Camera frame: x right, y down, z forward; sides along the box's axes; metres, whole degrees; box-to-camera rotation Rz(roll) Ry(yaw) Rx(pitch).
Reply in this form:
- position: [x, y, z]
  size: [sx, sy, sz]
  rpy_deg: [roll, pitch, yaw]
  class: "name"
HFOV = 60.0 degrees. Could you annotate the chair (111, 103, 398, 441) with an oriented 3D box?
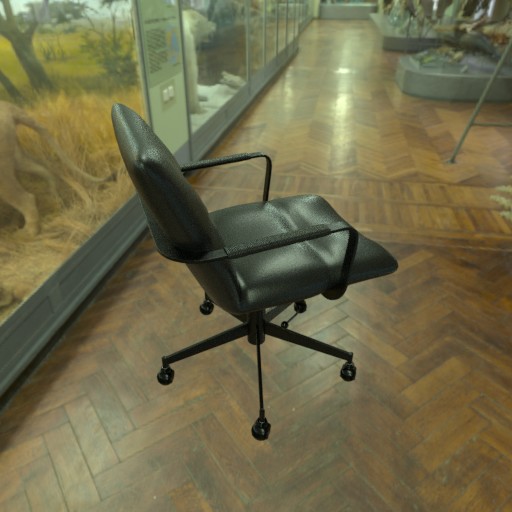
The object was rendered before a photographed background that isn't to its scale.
- position: [0.000, 0.000, 1.457]
  size: [0.748, 0.922, 0.719]
  rpy_deg: [-11, 33, -17]
  class: "chair"
